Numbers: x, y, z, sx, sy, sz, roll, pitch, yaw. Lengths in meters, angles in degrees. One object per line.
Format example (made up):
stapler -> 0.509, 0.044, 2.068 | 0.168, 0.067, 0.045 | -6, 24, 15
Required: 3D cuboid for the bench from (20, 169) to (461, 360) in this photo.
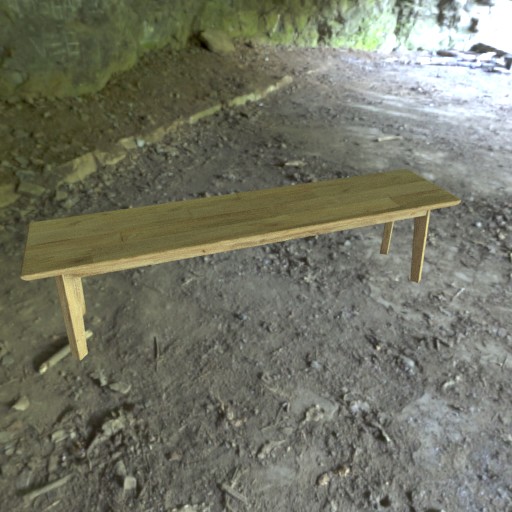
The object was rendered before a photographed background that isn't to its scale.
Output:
bench -> 0.000, 0.000, 1.889 | 1.698, 0.431, 0.378 | -11, 34, -16
